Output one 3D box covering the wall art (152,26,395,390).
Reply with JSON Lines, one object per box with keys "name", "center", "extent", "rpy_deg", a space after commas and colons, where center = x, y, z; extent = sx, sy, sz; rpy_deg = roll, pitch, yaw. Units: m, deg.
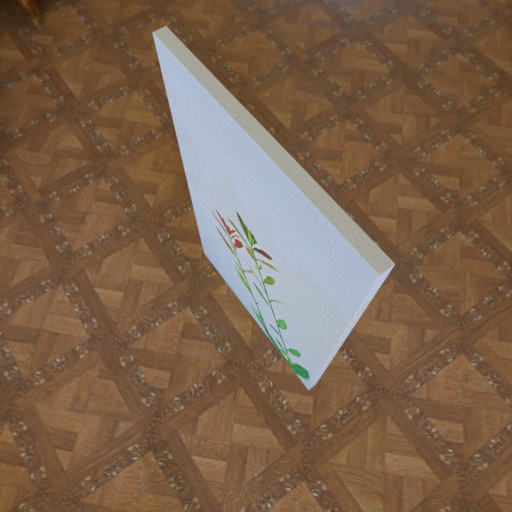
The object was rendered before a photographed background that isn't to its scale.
{"name": "wall art", "center": [0.000, 0.000, 1.409], "extent": [0.038, 1.143, 0.764], "rpy_deg": [-33, 68, -15]}
